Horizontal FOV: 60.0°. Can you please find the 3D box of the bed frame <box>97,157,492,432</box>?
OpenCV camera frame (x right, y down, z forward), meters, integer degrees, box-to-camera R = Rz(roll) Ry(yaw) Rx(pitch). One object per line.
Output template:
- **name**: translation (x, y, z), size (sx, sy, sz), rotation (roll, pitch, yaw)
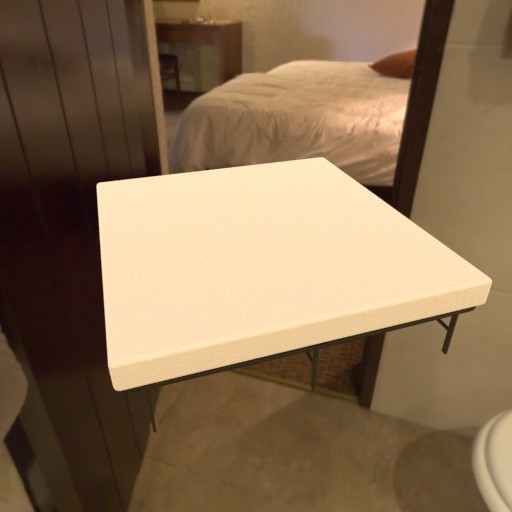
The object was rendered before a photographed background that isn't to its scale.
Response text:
- **bed frame**: translation (0.000, 0.000, 2.991), size (1.935, 0.525, 2.033), rotation (-10, 33, -16)
